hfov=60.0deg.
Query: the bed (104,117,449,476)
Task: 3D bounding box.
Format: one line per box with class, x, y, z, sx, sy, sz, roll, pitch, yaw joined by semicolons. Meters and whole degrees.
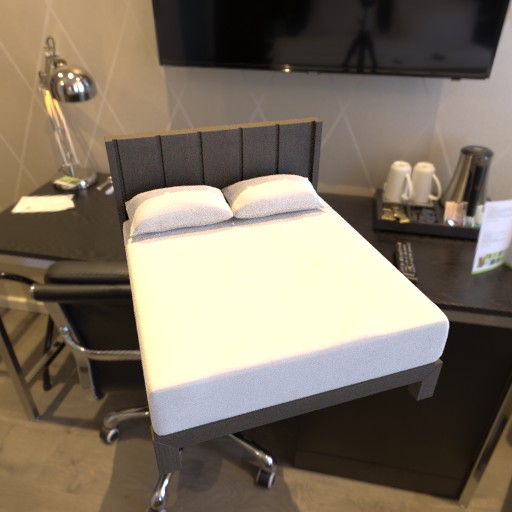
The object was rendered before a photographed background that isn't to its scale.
bed;0.000;0.000;3.068;1.735;1.261;1.992;-10;33;-15
